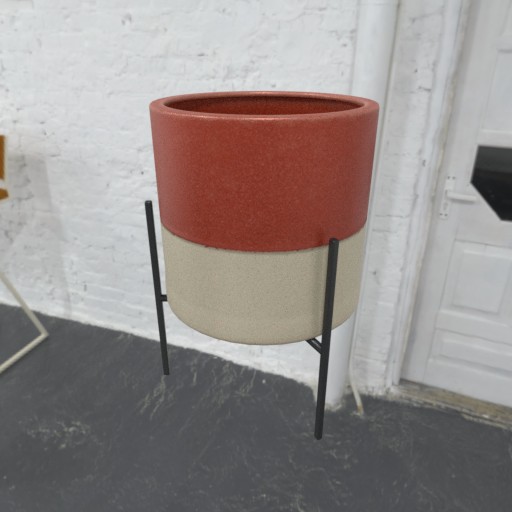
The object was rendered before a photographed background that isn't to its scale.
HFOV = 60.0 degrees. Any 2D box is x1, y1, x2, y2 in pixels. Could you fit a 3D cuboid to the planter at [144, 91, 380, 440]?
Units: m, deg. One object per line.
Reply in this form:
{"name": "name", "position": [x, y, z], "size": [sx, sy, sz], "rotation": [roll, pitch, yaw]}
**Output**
{"name": "planter", "position": [0.000, 0.000, 0.533], "size": [0.251, 0.354, 0.235], "rotation": [0, 25, -1]}
